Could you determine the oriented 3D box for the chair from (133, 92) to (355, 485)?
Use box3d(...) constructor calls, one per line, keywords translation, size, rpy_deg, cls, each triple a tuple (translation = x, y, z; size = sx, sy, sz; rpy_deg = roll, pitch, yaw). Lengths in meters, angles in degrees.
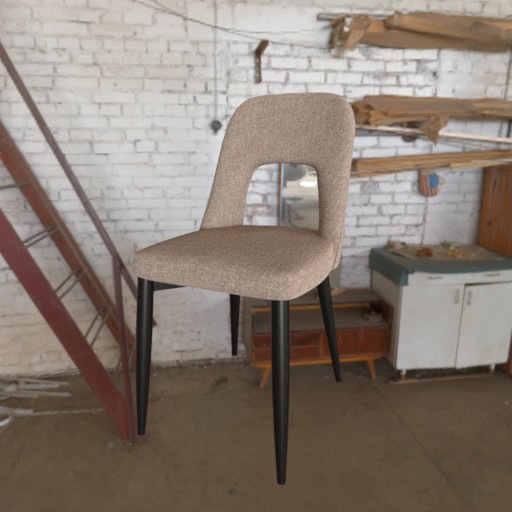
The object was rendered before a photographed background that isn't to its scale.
box3d(translation=(0.000, 0.000, 1.272), size=(0.470, 0.931, 0.612), rpy_deg=(7, 16, 25), cls="chair")
